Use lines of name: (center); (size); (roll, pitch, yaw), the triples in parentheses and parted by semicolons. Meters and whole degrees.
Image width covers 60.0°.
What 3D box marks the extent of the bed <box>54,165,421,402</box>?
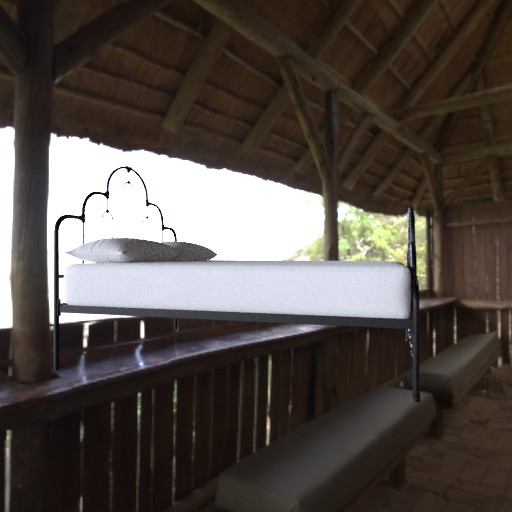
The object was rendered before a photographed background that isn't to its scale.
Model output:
bed: (0.000, 0.000, 3.237); (2.181, 1.444, 1.626); (0, 0, 18)
